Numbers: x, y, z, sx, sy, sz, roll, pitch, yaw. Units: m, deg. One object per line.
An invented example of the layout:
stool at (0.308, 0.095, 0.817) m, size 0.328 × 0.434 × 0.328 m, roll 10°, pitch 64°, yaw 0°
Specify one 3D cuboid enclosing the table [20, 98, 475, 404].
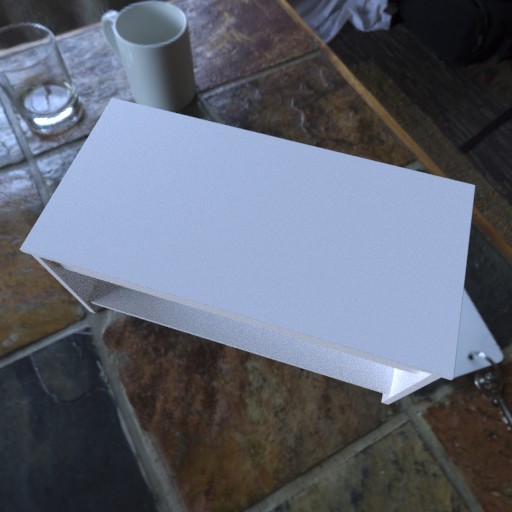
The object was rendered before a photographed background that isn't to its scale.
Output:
table at (0.000, 0.000, 1.272) m, size 1.000 × 0.441 × 0.500 m, roll 16°, pitch 65°, yaw 7°
